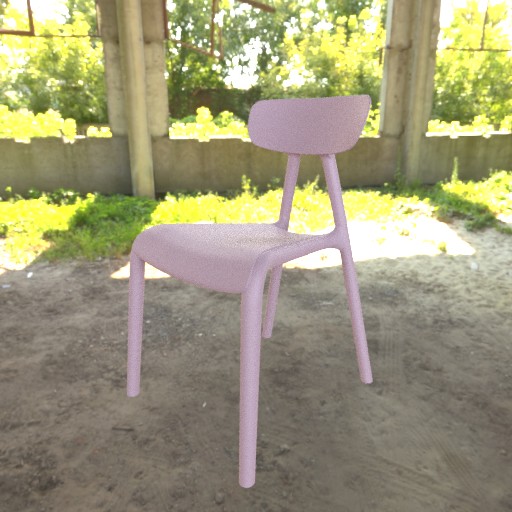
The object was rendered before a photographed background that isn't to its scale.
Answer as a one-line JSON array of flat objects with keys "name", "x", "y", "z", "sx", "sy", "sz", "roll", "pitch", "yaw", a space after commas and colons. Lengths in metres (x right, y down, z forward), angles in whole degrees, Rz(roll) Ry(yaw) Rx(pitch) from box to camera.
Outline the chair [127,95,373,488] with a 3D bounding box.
[{"name": "chair", "x": 0.000, "y": 0.000, "z": 0.839, "sx": 0.356, "sy": 0.580, "sz": 0.401, "roll": 16, "pitch": 23, "yaw": 42}]
